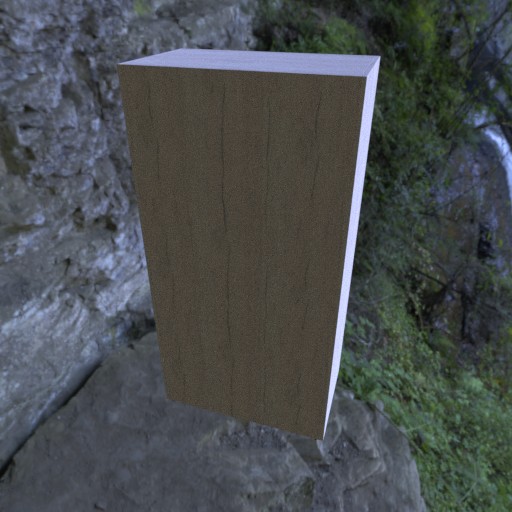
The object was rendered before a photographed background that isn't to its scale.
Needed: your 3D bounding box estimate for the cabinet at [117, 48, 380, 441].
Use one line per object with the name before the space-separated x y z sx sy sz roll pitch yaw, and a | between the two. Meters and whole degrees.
cabinet | 0.000 0.000 2.366 0.980 1.930 0.580 9 32 15
